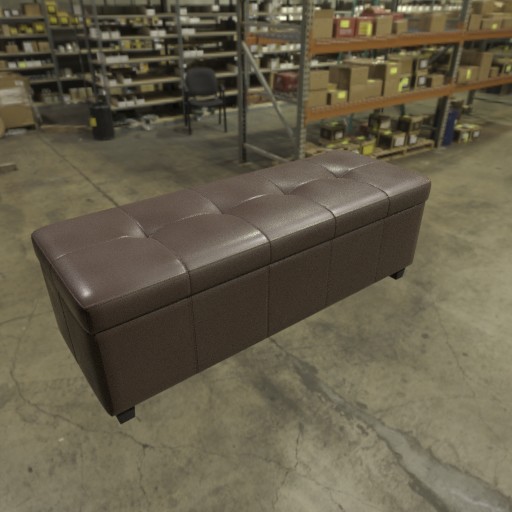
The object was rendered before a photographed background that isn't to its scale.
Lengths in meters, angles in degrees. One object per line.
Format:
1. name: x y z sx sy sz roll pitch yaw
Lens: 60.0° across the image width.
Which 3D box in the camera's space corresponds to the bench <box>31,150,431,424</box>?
1. bench: 0.000 0.000 1.453 1.219 0.417 0.450 -21 36 -31
